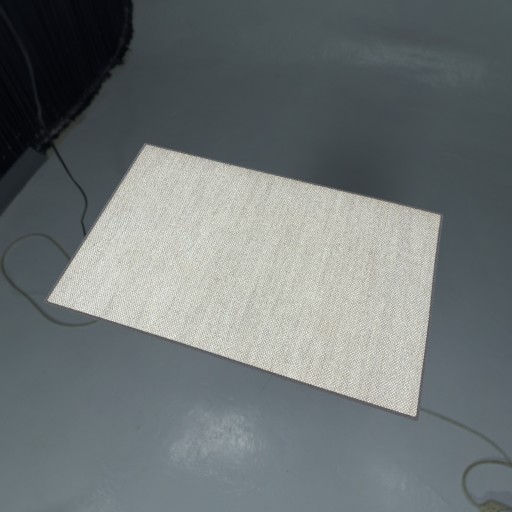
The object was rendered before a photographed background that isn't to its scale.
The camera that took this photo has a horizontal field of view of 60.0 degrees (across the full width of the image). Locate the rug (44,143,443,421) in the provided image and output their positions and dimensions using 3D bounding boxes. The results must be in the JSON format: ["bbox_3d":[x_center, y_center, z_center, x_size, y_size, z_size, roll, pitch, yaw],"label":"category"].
[{"bbox_3d":[0.000,0.000,2.132,1.676,0.013,1.067,15,59,9],"label":"rug"}]
